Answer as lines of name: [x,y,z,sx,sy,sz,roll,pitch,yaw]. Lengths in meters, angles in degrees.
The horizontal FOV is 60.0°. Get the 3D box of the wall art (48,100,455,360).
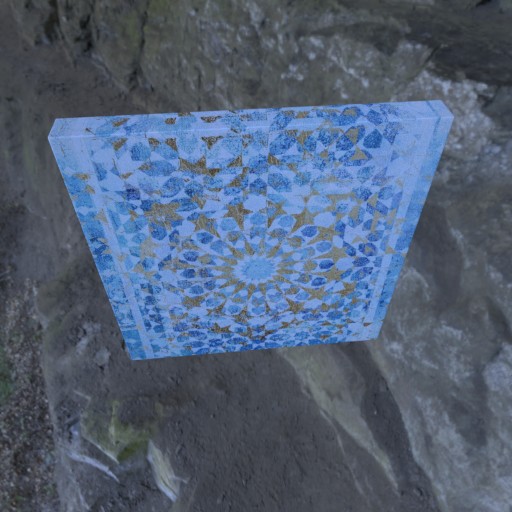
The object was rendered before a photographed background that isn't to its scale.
wall art: [0.000,0.000,0.597,0.405,0.405,0.037,-4,46,-4]
